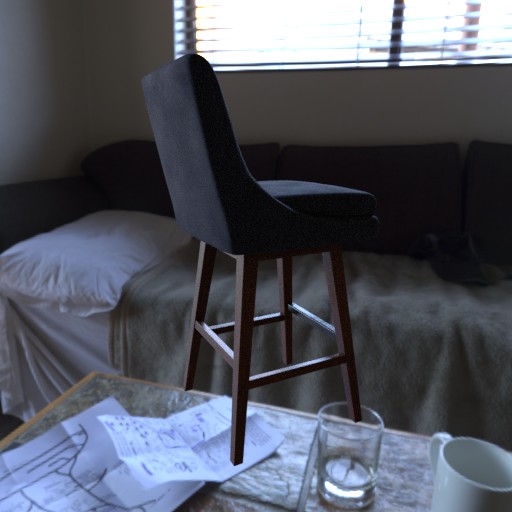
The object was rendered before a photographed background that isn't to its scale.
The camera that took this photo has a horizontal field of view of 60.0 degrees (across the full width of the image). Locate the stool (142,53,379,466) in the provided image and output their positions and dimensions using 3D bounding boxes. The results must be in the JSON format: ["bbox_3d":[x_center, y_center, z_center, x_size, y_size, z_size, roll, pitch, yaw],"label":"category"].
[{"bbox_3d":[0.000,0.000,1.377,0.572,1.068,0.489,-7,16,-26],"label":"stool"}]
